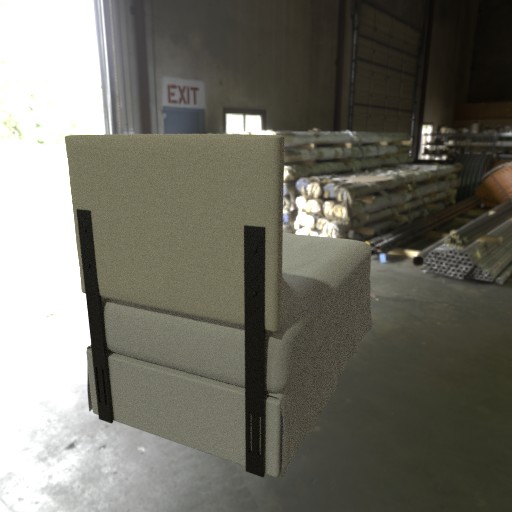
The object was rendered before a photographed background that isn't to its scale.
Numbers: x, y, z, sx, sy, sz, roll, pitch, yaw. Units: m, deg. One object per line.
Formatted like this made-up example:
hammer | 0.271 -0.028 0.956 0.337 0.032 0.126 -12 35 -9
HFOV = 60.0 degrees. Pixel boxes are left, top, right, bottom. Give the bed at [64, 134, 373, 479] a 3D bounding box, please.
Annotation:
bed | 0.000 0.000 2.965 1.261 1.571 1.997 7 17 25
